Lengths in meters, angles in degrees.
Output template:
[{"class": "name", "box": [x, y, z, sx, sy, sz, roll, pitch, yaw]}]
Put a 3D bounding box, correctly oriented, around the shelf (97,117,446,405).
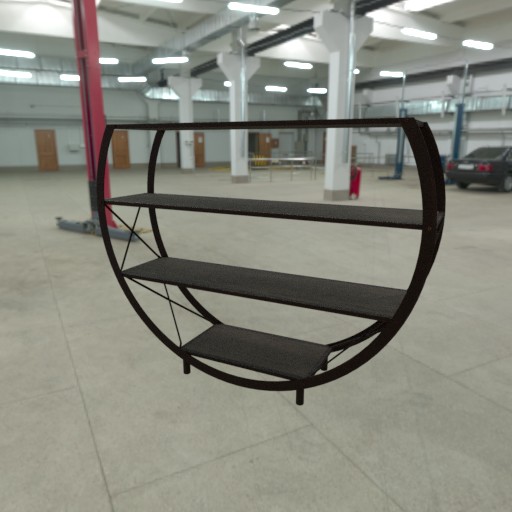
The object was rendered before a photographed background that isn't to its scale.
[{"class": "shelf", "box": [0.000, 0.000, 1.851, 1.403, 1.063, 0.344, 7, 16, 26]}]
